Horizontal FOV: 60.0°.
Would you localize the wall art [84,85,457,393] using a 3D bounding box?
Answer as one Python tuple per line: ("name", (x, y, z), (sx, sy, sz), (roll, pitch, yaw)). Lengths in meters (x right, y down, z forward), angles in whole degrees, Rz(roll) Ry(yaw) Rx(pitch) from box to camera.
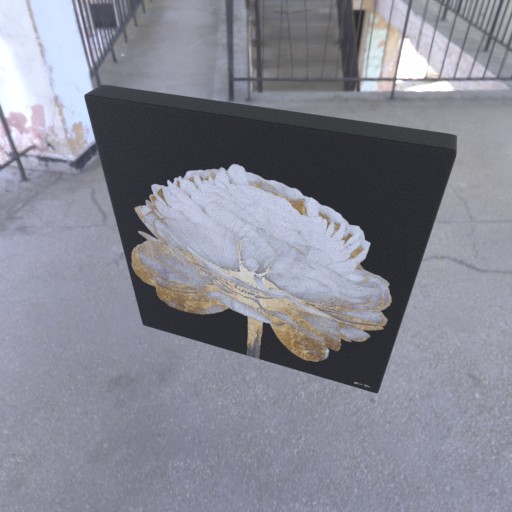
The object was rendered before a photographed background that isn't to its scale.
("wall art", (0.000, 0.000, 0.604), (0.406, 0.407, 0.041), (13, 43, 15))
